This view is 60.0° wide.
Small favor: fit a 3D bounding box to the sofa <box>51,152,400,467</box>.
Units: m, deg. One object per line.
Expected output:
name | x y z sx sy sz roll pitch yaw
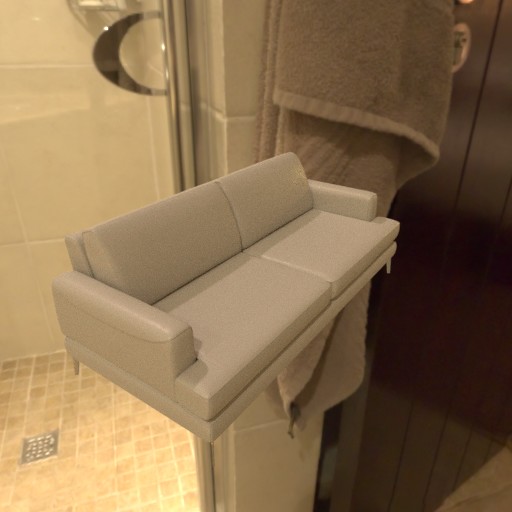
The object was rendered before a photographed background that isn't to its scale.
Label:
sofa | 0.000 0.000 2.453 0.974 0.765 1.940 18 32 31
